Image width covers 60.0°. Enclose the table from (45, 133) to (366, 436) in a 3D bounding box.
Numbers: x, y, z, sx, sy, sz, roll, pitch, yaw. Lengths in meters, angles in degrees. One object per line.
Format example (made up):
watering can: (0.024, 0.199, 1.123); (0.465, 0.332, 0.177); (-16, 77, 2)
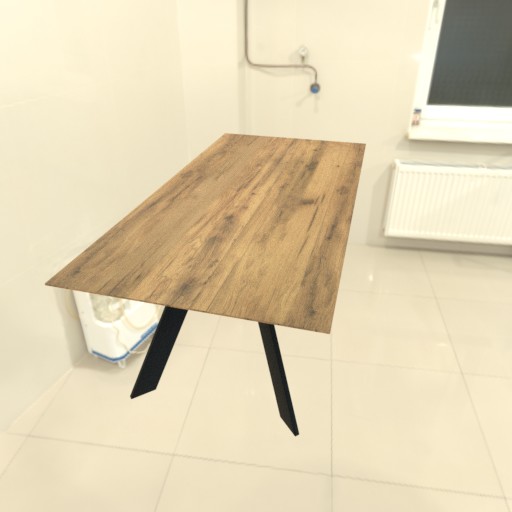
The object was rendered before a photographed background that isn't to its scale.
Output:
table: (0.000, 0.000, 2.471); (1.000, 0.770, 2.000); (8, 32, 13)
